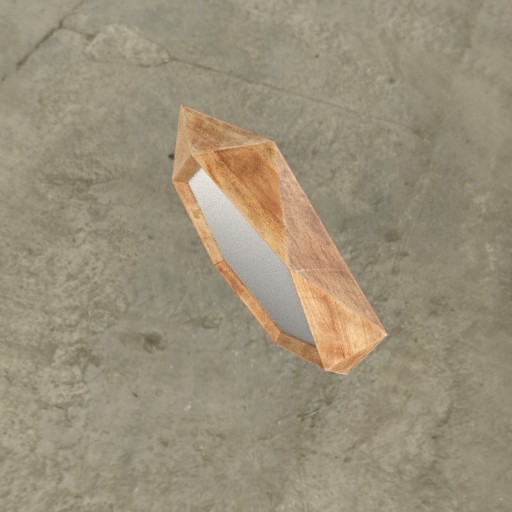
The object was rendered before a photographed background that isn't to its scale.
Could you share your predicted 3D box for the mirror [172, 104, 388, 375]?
[{"bbox_3d":[0.000,0.000,1.068,0.091,0.779,0.675,-34,69,-15],"label":"mirror"}]
